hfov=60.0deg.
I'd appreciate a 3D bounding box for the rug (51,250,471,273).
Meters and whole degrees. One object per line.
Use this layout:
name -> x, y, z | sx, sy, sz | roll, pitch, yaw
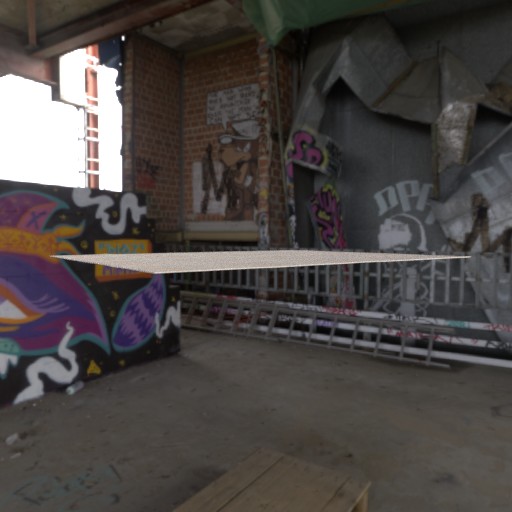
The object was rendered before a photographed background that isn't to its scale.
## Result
rug -> 0.000, 0.000, 4.105 | 3.051, 0.021, 2.448 | -2, 3, -36
